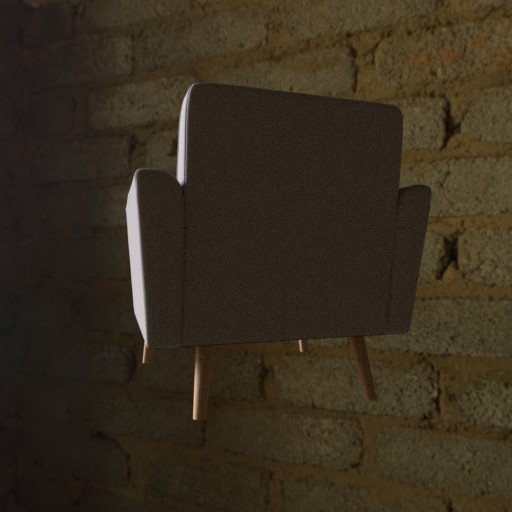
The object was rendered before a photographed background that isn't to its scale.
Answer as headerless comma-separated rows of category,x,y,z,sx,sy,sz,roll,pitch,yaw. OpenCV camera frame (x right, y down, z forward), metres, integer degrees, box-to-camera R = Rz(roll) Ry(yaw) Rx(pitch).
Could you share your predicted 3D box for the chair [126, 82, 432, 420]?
chair,0.000,0.000,1.405,0.780,0.780,0.750,0,0,-18
